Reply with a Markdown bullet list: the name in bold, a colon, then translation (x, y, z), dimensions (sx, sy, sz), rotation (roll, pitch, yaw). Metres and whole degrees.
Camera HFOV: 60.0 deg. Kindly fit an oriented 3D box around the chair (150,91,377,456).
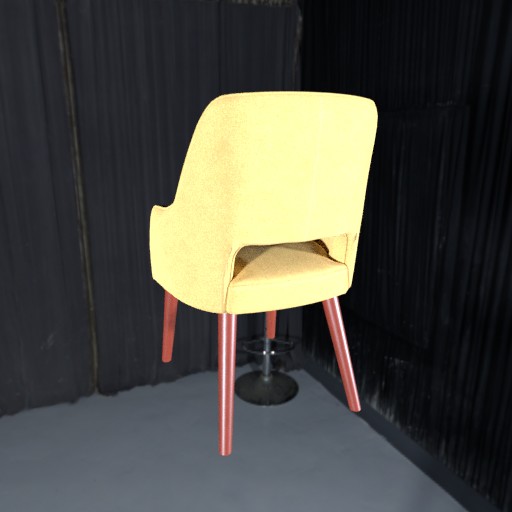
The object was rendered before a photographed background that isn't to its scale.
- **chair**: translation (0.000, 0.000, 1.287), dimensions (0.548, 0.849, 0.605), rotation (-7, 17, -25)
